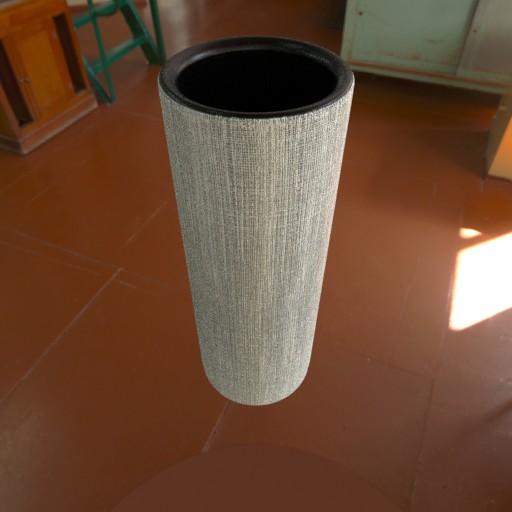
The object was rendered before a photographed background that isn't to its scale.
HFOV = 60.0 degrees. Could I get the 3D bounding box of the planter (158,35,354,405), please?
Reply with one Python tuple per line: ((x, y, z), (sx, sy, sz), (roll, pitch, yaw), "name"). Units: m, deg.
((0.000, 0.000, 0.321), (0.100, 0.270, 0.100), (-24, 50, -22), "planter")
